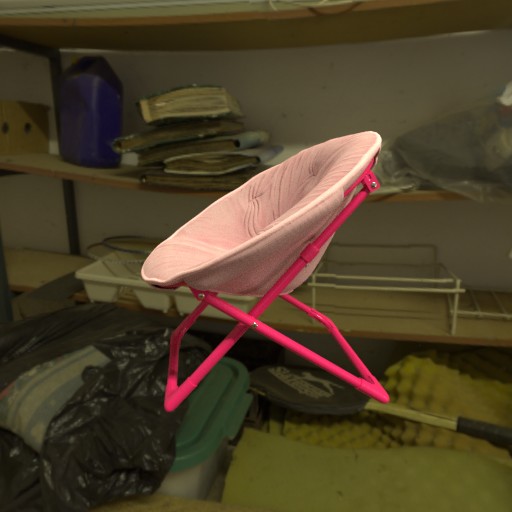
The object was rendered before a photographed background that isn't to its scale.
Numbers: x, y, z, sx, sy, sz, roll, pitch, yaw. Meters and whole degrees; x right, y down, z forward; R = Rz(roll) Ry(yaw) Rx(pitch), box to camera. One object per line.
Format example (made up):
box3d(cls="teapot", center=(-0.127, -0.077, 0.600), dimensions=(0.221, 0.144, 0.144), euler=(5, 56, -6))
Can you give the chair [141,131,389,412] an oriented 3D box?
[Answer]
box3d(cls="chair", center=(0.000, 0.000, 0.912), dimensions=(0.459, 0.494, 0.522), euler=(-2, 15, -8))
